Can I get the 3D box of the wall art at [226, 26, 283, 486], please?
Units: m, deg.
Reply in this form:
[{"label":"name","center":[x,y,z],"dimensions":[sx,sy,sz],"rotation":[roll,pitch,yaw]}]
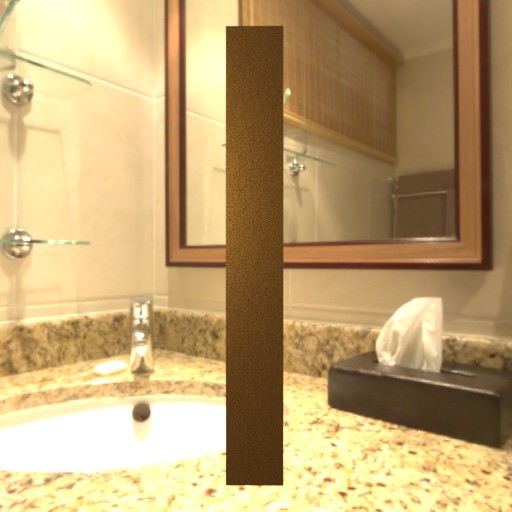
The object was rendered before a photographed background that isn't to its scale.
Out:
[{"label":"wall art","center":[0.000,0.000,0.446],"dimensions":[0.038,0.305,0.304],"rotation":[0,0,0]}]
